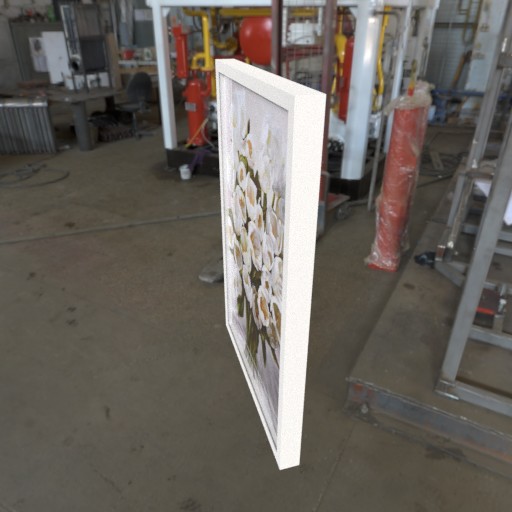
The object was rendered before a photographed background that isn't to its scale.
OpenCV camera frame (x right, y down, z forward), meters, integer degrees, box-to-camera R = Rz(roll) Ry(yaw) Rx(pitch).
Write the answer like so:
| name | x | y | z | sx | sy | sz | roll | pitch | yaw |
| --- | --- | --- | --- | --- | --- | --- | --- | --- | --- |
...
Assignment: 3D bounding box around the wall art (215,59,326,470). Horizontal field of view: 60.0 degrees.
| name | x | y | z | sx | sy | sz | roll | pitch | yaw |
| --- | --- | --- | --- | --- | --- | --- | --- | --- | --- |
| wall art | 0.000 | 0.000 | 0.555 | 0.025 | 0.428 | 0.293 | -8 | 30 | -14 |
